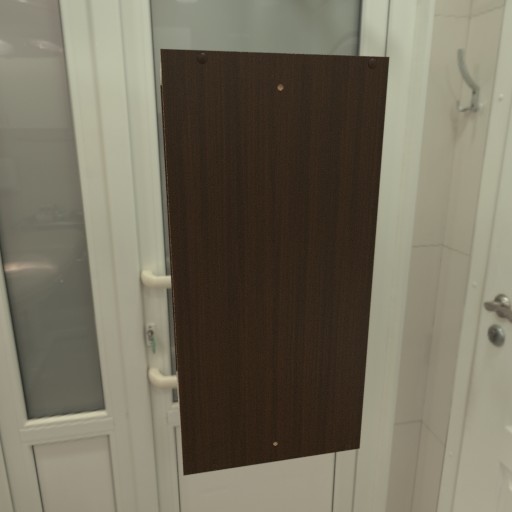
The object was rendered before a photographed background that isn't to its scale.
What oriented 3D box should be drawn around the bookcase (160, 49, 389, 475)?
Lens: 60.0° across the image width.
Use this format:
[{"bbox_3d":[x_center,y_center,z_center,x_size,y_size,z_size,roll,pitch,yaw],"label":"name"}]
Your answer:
[{"bbox_3d":[0.000,0.000,0.765,0.290,0.600,0.300,-3,16,-11],"label":"bookcase"}]
